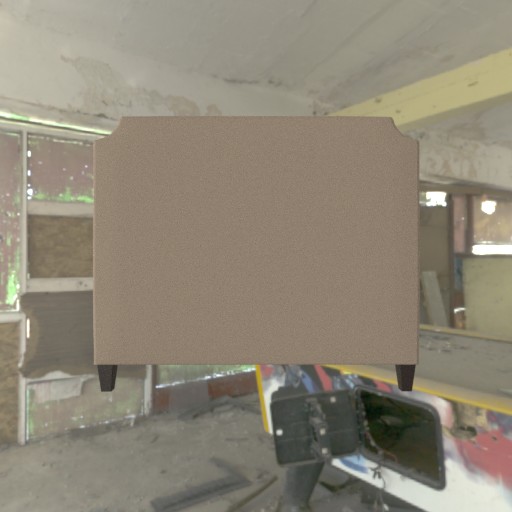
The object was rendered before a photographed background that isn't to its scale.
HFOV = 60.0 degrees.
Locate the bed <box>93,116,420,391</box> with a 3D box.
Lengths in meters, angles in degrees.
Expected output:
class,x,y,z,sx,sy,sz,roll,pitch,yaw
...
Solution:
class,x,y,z,sx,sy,sz,roll,pitch,yaw
bed,0.000,0.000,3.453,1.713,1.443,2.372,0,-1,0
